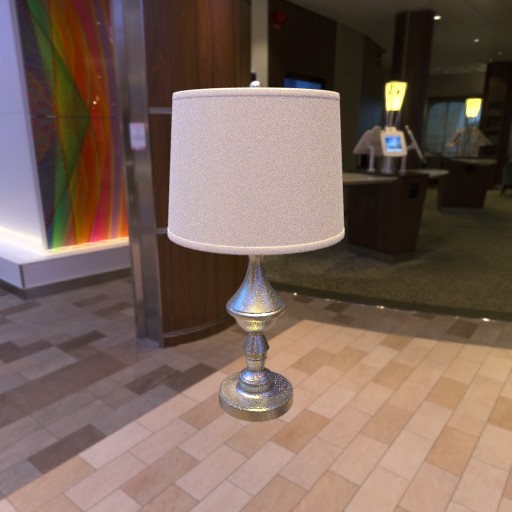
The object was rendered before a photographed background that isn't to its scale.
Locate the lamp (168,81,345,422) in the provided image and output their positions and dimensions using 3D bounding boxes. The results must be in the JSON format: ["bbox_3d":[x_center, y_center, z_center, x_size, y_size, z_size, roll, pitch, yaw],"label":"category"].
[{"bbox_3d":[0.000,0.000,0.993,0.383,0.733,0.383,0,16,0],"label":"lamp"}]
